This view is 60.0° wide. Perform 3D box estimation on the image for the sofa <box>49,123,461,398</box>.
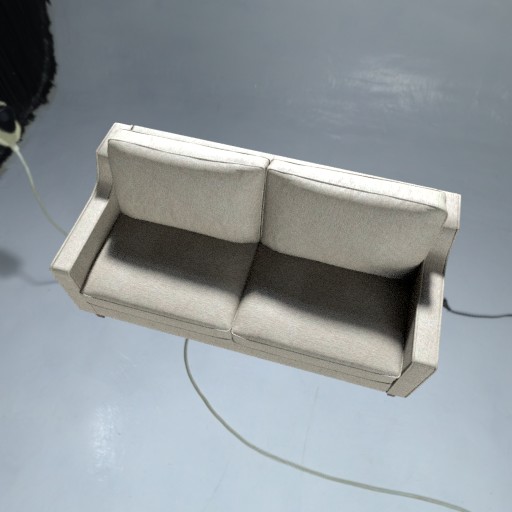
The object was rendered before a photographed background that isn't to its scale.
[{"bbox_3d":[0.000,0.000,2.761,2.181,1.074,1.073,13,60,8],"label":"sofa"}]
